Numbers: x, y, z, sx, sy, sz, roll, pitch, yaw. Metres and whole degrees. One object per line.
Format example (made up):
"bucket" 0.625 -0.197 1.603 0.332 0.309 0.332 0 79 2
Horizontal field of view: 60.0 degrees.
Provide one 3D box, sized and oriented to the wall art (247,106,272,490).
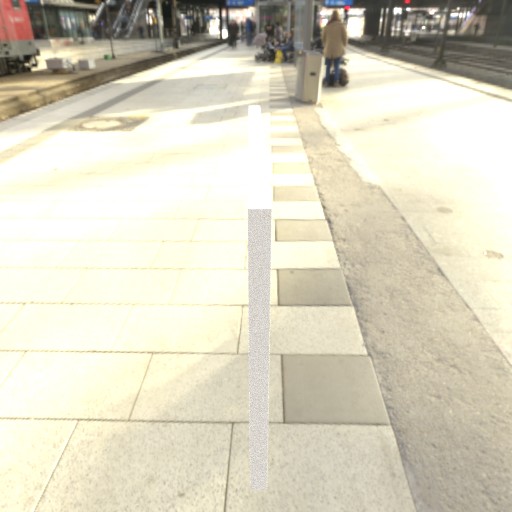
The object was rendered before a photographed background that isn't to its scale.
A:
"wall art" 0.000 0.000 1.702 0.051 0.902 1.308 0 28 -1
